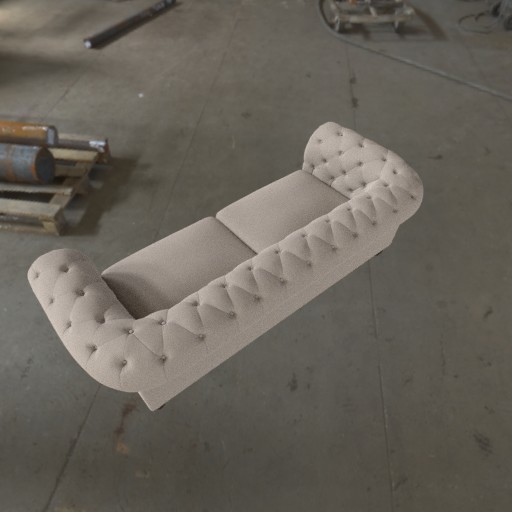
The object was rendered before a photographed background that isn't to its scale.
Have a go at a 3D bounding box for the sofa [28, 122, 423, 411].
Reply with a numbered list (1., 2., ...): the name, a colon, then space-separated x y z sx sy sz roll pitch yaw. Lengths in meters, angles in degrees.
1. sofa: 0.000 0.000 2.805 2.411 0.749 0.991 -31 53 -26
